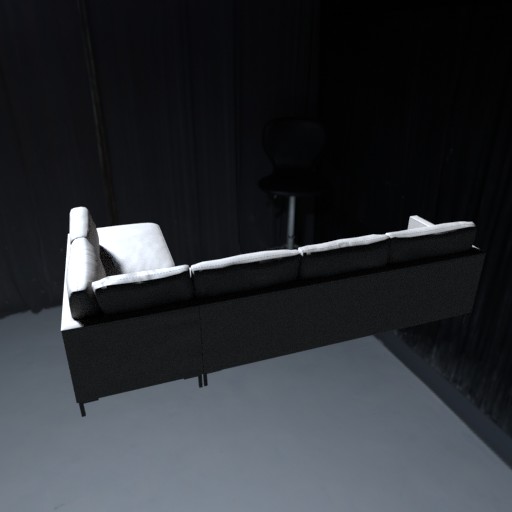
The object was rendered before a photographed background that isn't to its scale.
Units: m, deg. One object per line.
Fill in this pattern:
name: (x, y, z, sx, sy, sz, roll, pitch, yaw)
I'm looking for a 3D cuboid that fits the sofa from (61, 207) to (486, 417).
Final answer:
sofa: (0.000, 0.000, 4.167, 3.331, 0.964, 2.077, -9, 28, -17)
